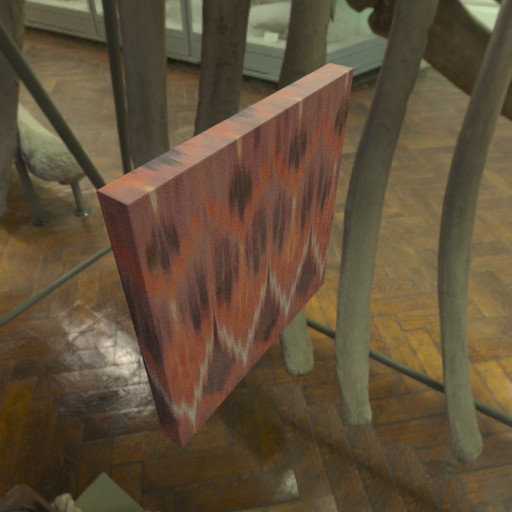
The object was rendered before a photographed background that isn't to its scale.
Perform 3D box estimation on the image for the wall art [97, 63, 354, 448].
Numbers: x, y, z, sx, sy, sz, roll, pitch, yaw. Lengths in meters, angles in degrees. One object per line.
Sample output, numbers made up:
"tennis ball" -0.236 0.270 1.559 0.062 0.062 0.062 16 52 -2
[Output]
"wall art" 0.000 0.000 0.615 0.038 0.406 0.403 25 47 26
